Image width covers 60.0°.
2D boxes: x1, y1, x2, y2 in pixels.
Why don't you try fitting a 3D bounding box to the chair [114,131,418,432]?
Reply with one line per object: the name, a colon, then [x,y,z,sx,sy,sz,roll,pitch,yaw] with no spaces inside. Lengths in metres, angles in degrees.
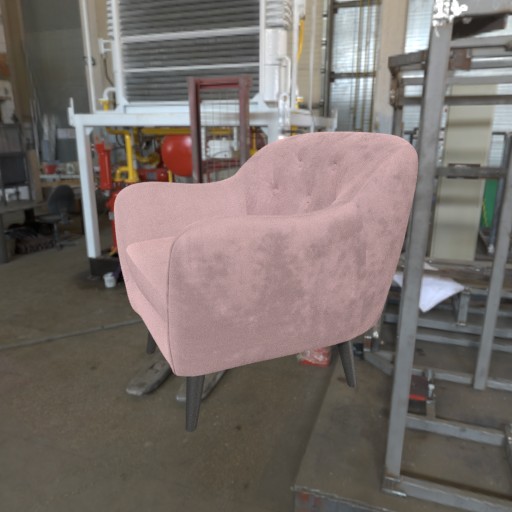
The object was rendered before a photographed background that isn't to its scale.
chair: [0.000,0.000,1.520,0.820,0.820,0.840,-8,18,-25]
